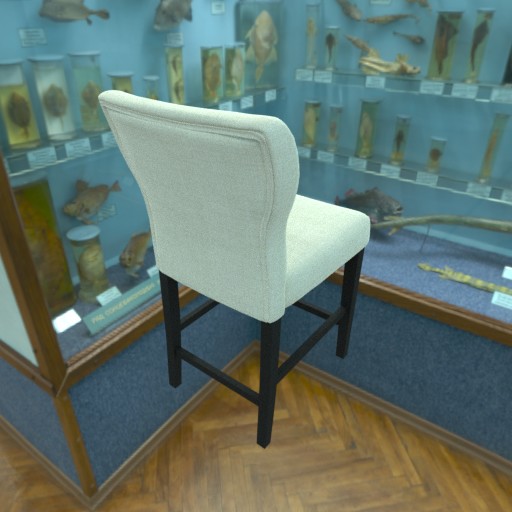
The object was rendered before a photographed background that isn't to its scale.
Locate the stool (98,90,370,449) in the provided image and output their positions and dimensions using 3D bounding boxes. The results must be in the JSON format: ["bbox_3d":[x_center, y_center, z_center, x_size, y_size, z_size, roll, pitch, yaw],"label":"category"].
[{"bbox_3d":[0.000,0.000,1.317,0.514,0.972,0.603,22,37,32],"label":"stool"}]
